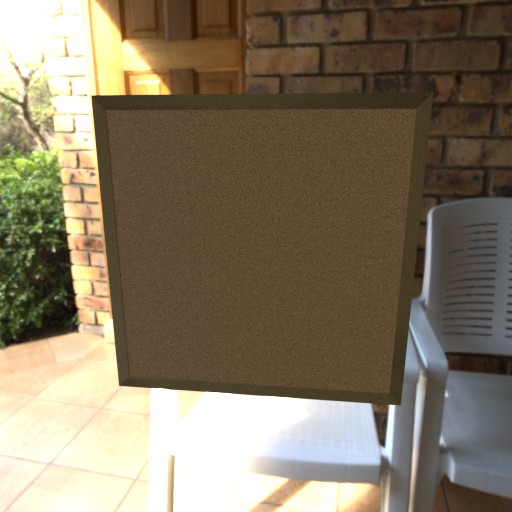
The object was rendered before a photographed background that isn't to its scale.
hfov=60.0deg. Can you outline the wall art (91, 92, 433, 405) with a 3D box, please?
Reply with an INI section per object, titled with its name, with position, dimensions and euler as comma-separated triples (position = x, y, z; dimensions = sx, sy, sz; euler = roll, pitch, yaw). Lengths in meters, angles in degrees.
[wall art]
position = 0.000, 0.000, 0.741
dimensions = 0.507, 0.508, 0.038
euler = 2, 16, 7
